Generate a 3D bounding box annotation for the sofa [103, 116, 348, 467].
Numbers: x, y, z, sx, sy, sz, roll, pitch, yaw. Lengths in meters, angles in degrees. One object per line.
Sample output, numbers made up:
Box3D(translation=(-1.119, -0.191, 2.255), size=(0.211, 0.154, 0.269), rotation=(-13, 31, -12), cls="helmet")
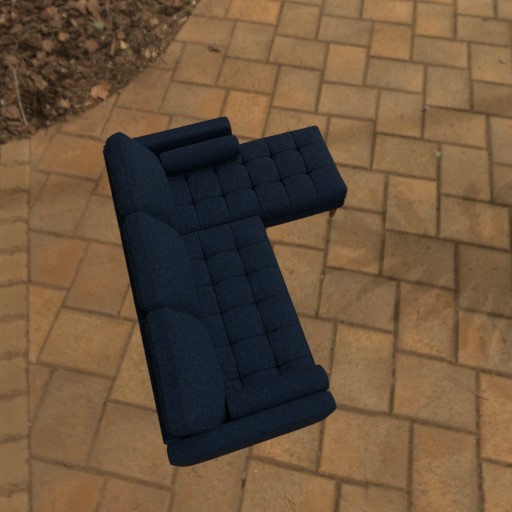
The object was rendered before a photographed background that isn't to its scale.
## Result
Box3D(translation=(0.000, 0.000, 2.948), size=(1.613, 0.841, 2.185), rotation=(-16, 65, -8), cls="sofa")
